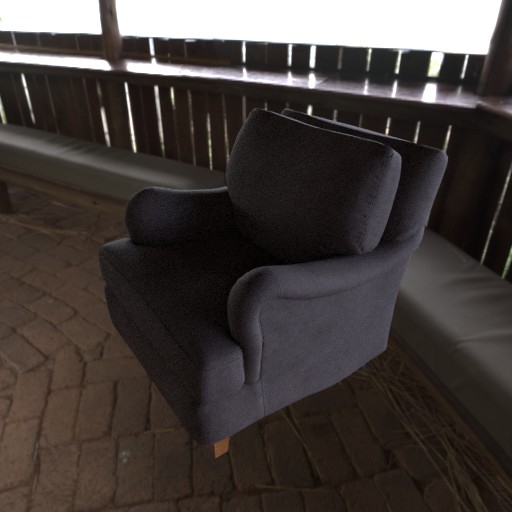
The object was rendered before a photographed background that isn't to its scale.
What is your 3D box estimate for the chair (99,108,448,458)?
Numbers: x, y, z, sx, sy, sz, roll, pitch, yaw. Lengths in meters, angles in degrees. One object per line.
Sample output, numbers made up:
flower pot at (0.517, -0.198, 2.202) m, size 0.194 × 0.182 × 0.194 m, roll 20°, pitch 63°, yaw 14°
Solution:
chair at (0.000, 0.000, 1.815) m, size 1.070 × 0.997 × 0.955 m, roll -20°, pitch 35°, yaw -30°
